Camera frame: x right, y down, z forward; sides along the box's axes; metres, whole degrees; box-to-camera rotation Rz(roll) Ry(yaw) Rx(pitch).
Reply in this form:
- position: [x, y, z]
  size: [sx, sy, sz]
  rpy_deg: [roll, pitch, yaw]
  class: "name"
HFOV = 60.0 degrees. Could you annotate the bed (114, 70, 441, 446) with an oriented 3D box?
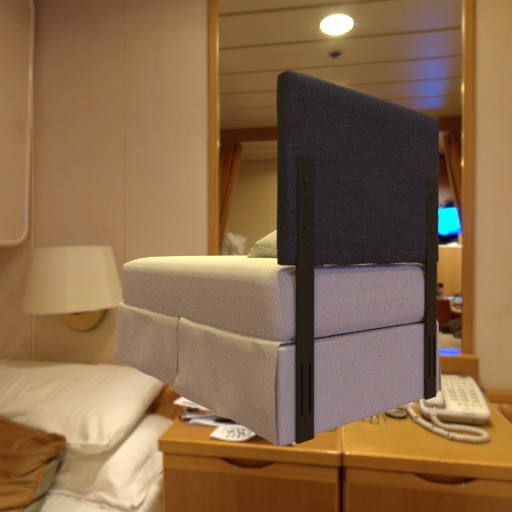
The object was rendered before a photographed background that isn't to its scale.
- position: [0.000, 0.000, 2.953]
  size: [1.261, 1.571, 1.997]
  rpy_deg: [0, 1, -36]
  class: "bed"
